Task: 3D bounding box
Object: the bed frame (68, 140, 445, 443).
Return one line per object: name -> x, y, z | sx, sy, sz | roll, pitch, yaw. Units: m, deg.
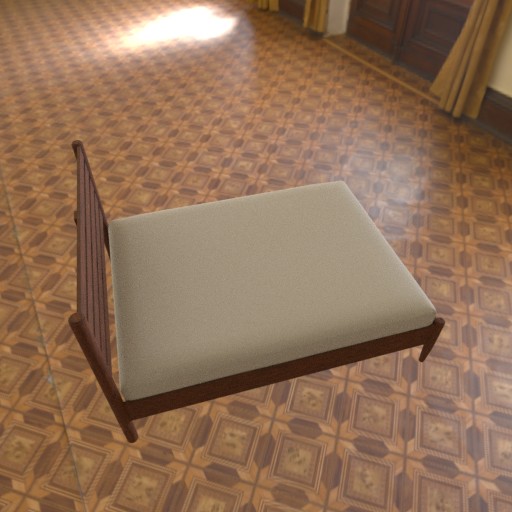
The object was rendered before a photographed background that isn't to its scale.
bed frame -> 0.000, 0.000, 3.236 | 2.234, 1.321, 1.655 | -11, 46, -11
